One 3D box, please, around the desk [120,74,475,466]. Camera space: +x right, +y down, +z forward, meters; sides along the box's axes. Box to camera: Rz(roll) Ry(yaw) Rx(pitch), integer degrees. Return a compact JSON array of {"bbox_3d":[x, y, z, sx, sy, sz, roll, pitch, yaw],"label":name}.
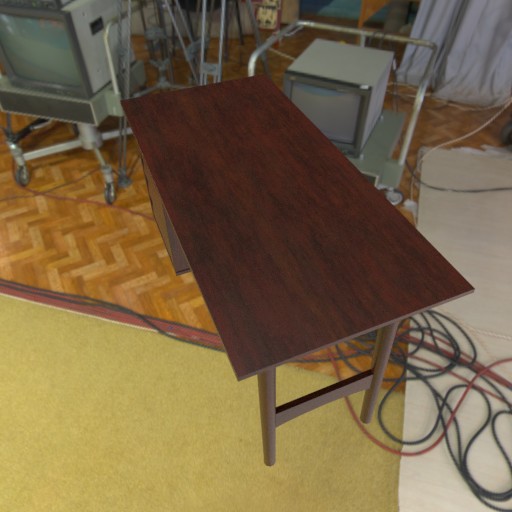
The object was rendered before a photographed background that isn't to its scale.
[{"bbox_3d":[0.000,0.000,1.665,0.612,0.758,1.277,-17,49,-15],"label":"desk"}]
